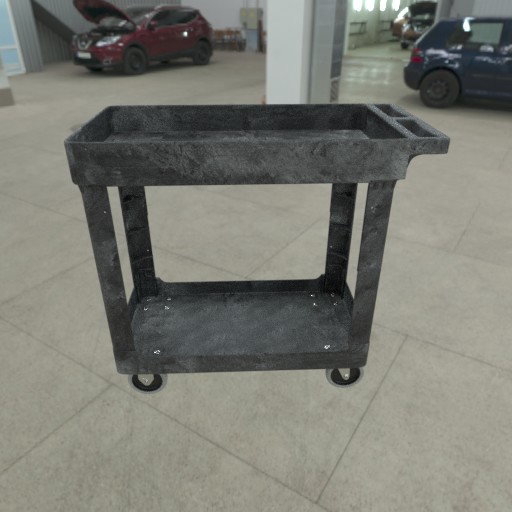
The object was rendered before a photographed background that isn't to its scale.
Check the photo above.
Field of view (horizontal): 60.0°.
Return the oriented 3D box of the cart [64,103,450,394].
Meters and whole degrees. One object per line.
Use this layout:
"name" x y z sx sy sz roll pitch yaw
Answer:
"cart" 0.000 0.000 1.367 0.877 0.824 0.420 -1 29 -2
